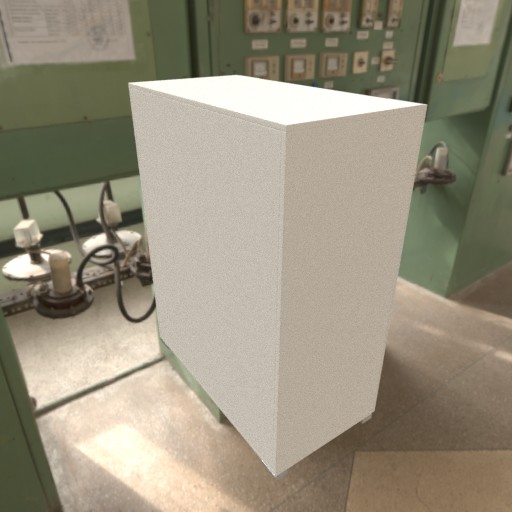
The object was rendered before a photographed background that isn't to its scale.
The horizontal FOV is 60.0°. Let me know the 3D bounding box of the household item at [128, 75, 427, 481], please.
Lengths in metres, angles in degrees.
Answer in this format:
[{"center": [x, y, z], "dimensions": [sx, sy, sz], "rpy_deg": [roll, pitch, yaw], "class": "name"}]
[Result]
[{"center": [0.000, 0.000, 1.441], "dimensions": [0.420, 1.010, 0.790], "rpy_deg": [-18, 33, -31], "class": "household item"}]
